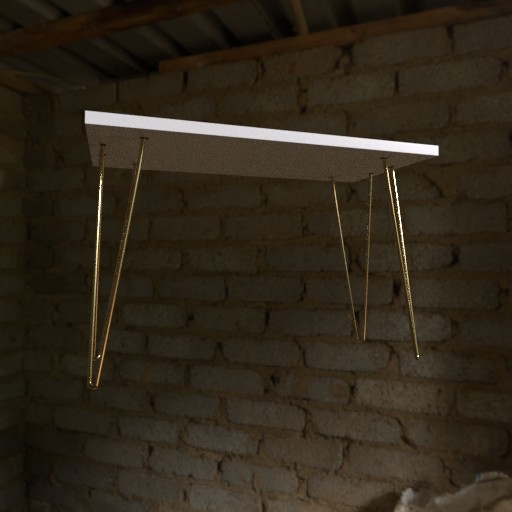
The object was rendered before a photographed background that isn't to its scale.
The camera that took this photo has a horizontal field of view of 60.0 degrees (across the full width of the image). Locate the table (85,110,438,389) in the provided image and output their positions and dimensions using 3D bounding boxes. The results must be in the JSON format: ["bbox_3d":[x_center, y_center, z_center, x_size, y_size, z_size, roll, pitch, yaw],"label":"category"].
[{"bbox_3d":[0.000,0.000,1.404,0.991,0.660,0.498,0,0,-19],"label":"table"}]
